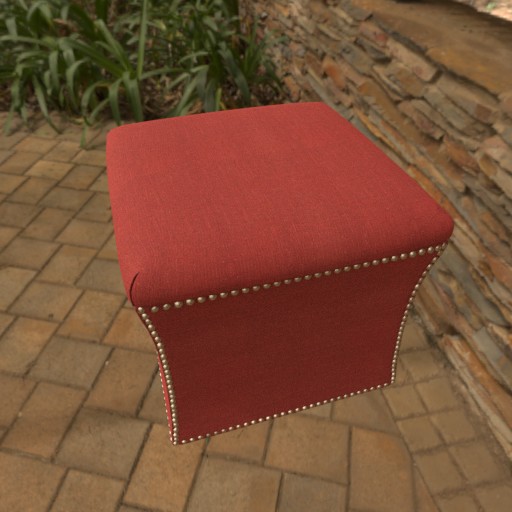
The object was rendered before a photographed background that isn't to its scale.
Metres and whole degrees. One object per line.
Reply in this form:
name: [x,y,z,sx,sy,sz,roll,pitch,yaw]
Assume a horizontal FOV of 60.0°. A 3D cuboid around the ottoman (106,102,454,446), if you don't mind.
ottoman: [0.000,0.000,0.910,0.507,0.475,0.497,-11,42,-13]
